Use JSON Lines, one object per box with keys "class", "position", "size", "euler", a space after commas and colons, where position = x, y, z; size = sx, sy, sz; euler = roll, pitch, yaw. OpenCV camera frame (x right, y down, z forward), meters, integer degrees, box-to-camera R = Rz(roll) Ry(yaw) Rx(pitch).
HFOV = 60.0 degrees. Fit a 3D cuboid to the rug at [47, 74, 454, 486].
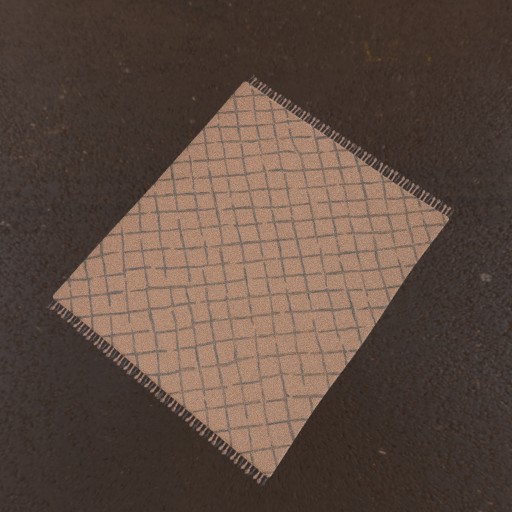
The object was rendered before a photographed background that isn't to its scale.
{"class": "rug", "position": [0.000, 0.000, 4.822], "size": [2.892, 0.036, 3.585], "euler": [37, 78, 9]}
